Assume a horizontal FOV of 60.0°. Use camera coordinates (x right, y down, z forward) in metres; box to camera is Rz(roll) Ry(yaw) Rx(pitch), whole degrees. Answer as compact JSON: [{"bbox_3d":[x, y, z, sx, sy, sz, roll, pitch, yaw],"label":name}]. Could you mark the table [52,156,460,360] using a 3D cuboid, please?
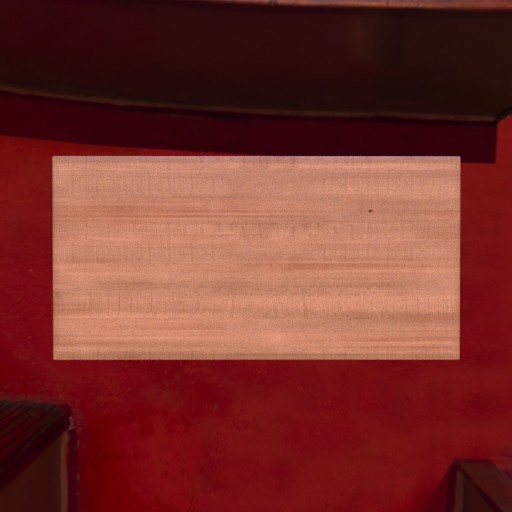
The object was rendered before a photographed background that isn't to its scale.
[{"bbox_3d":[0.000,0.000,1.001,0.599,0.701,0.300,0,91,0],"label":"table"}]
